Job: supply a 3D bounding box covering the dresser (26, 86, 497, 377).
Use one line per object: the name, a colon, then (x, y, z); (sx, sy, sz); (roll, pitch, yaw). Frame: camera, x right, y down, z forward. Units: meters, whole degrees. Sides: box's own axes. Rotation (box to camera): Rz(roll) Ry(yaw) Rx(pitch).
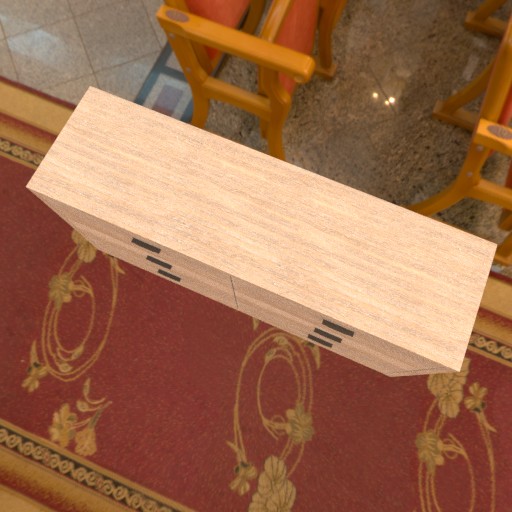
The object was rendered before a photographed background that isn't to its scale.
dresser: (0.000, 0.000, 1.915); (1.524, 0.914, 0.457); (23, 75, 7)
